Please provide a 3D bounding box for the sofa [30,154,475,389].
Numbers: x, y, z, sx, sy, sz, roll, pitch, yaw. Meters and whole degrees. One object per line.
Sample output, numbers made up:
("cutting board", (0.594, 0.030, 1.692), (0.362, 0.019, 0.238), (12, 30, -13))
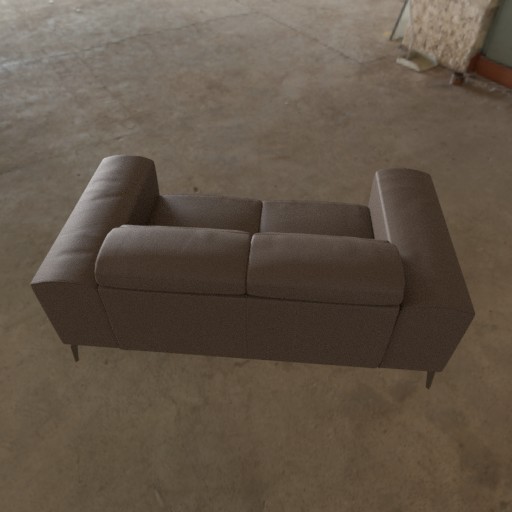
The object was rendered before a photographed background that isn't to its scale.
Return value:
("sofa", (0.000, 0.000, 2.347), (1.895, 0.779, 1.003), (3, 46, 3))
